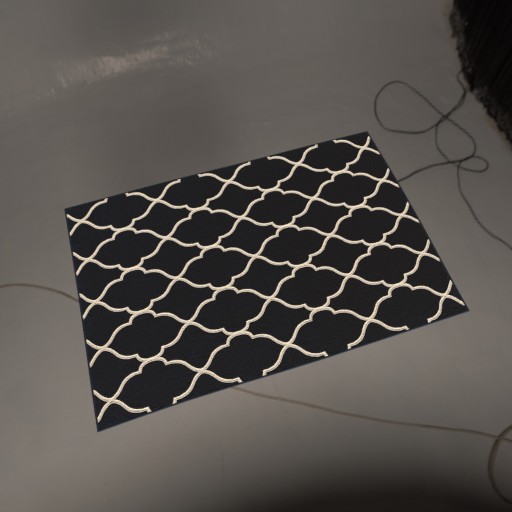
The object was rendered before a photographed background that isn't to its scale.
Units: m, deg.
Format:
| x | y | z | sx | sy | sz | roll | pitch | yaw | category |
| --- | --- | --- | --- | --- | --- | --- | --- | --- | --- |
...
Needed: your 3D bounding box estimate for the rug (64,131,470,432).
| x | y | z | sx | sy | sz | roll | pitch | yaw | category |
| --- | --- | --- | --- | --- | --- | --- | --- | --- | --- |
| 0.000 | 0.000 | 2.891 | 2.294 | 0.014 | 1.528 | -16 | 64 | -8 | rug |
